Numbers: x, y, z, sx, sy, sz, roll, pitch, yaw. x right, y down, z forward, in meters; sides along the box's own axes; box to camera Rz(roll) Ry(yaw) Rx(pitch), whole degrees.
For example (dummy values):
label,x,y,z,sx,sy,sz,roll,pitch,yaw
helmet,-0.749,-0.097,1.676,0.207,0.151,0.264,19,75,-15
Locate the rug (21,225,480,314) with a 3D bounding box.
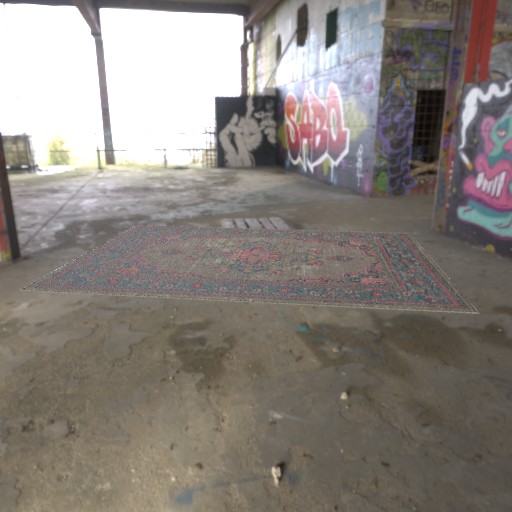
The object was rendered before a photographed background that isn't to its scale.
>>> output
label,x,y,z,sx,sy,sz,roll,pitch,yaw
rug,0.000,0.000,3.705,2.890,0.013,2.005,2,17,7
